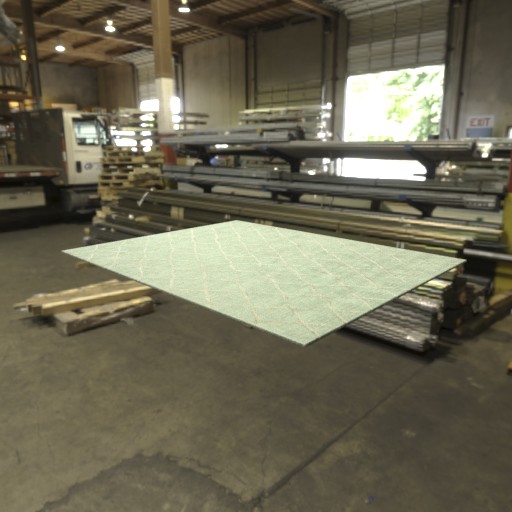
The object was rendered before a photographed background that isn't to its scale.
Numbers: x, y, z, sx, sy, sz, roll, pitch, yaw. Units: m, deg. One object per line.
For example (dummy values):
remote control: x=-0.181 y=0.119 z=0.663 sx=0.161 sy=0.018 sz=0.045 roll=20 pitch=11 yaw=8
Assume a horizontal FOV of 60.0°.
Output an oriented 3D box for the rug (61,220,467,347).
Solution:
rug: x=0.000 y=0.000 z=4.231 sx=3.039 sy=0.019 sz=2.420 roll=14 pitch=20 yaw=42
